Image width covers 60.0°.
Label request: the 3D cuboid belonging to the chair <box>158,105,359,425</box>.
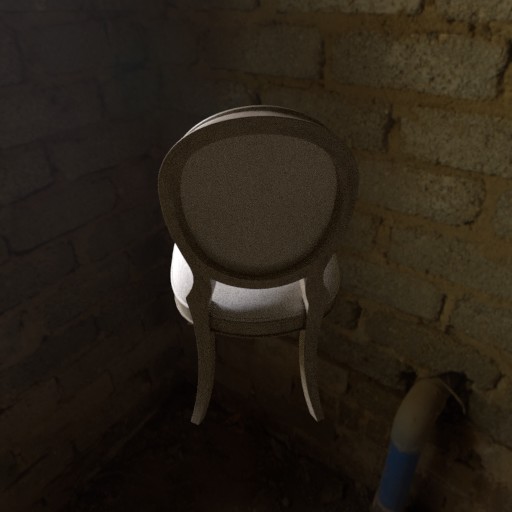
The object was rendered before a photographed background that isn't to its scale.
[{"bbox_3d":[0.000,0.000,1.319,0.558,0.990,0.602,-1,32,-2],"label":"chair"}]
